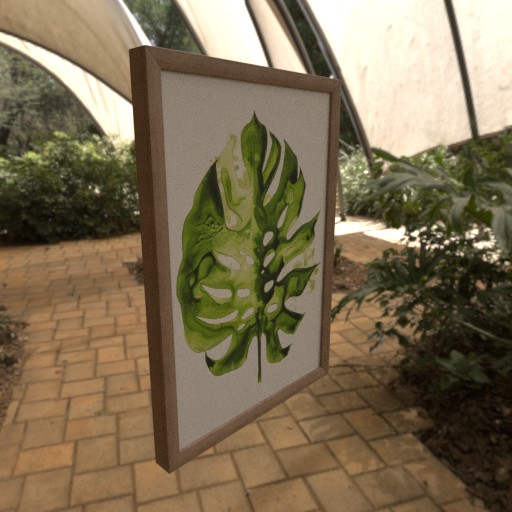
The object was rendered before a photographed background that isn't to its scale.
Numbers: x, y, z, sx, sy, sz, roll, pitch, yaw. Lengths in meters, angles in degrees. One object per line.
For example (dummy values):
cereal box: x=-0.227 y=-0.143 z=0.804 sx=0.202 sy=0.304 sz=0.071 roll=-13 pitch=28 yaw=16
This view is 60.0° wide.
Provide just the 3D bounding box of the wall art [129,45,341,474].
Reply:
wall art: x=0.000 y=0.000 z=0.642 sx=0.031 sy=0.509 sz=0.356 roll=13 pitch=19 yaw=42
